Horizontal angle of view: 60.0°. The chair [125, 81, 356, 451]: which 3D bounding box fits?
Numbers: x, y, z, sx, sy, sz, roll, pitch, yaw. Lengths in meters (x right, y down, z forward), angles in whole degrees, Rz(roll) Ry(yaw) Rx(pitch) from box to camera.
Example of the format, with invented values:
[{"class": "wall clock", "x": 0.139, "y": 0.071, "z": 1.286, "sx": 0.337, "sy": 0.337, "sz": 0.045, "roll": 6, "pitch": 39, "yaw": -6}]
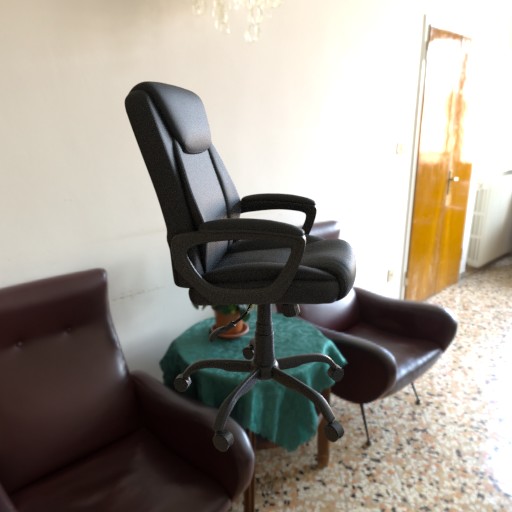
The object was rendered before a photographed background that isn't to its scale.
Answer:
[{"class": "chair", "x": 0.000, "y": 0.000, "z": 1.476, "sx": 0.655, "sy": 1.072, "sz": 0.615, "roll": 3, "pitch": 16, "yaw": 10}]
